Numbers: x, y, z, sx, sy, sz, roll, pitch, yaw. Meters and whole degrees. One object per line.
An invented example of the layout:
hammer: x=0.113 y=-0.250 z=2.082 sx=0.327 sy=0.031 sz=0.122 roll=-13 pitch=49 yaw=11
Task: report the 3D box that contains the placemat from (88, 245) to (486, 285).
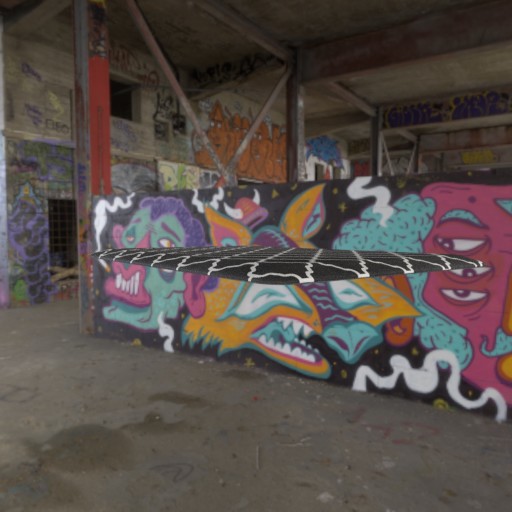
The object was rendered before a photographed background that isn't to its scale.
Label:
placemat: x=0.000 y=0.000 z=0.954 sx=0.508 sy=0.021 sz=0.762 roll=-2 pitch=4 yaw=-36
